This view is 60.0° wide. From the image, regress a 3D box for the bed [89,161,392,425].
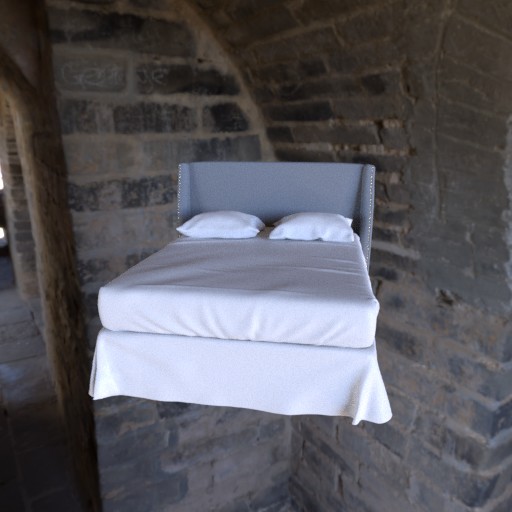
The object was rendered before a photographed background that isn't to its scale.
[{"bbox_3d":[0.000,0.000,3.477,1.925,1.332,2.276,2,15,9],"label":"bed"}]
